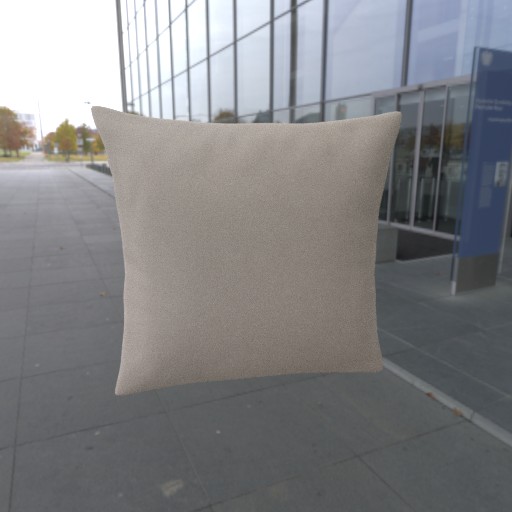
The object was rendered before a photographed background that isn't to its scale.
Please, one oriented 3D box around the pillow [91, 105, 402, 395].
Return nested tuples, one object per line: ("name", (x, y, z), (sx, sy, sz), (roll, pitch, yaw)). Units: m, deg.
("pillow", (0.000, 0.000, 0.799), (0.526, 0.507, 0.166), (-2, 13, -10))
